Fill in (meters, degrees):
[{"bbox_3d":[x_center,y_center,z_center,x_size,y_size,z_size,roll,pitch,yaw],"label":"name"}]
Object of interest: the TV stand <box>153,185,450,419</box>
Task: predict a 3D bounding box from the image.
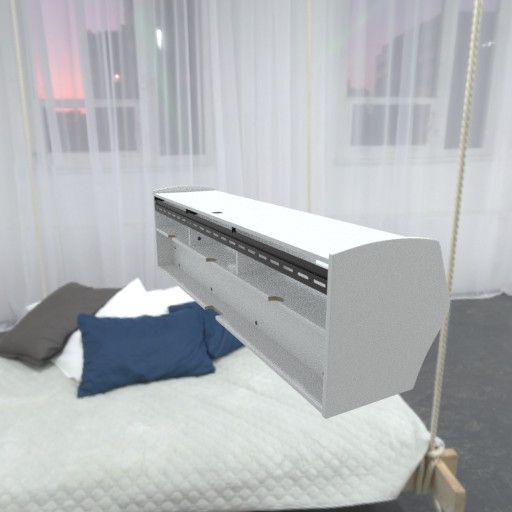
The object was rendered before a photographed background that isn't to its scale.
[{"bbox_3d":[0.000,0.000,1.728,0.397,0.424,1.473,-7,16,-27],"label":"TV stand"}]
